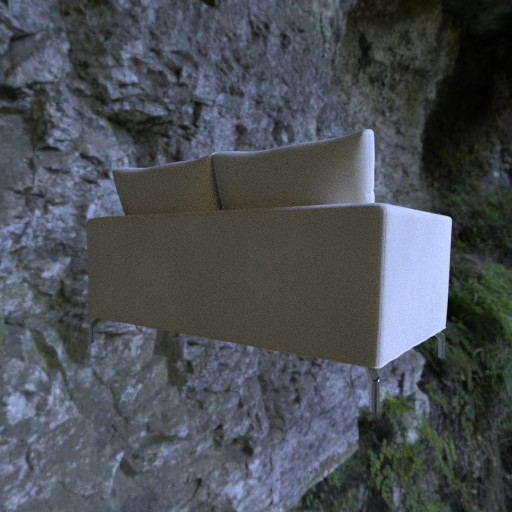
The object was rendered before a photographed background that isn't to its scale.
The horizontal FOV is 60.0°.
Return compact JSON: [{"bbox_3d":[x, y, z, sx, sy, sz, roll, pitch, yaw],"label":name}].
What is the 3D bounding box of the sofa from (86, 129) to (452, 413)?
[{"bbox_3d":[0.000,0.000,2.336,1.739,0.995,0.906,2,3,37],"label":"sofa"}]
